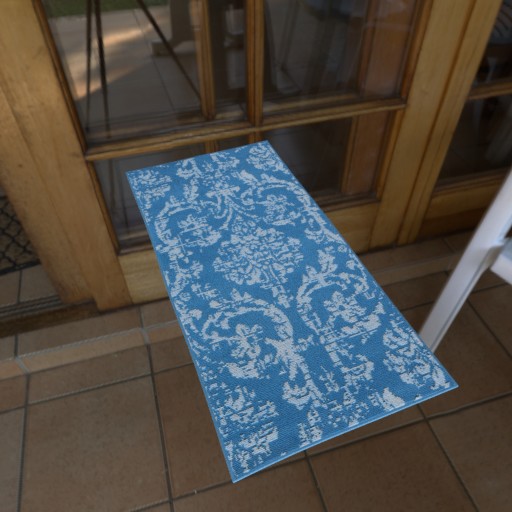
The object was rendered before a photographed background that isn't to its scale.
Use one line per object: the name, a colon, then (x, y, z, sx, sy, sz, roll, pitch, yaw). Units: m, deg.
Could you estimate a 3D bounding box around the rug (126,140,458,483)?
rug: (0.000, 0.000, 1.424, 0.604, 0.007, 1.219, -17, 49, -15)
